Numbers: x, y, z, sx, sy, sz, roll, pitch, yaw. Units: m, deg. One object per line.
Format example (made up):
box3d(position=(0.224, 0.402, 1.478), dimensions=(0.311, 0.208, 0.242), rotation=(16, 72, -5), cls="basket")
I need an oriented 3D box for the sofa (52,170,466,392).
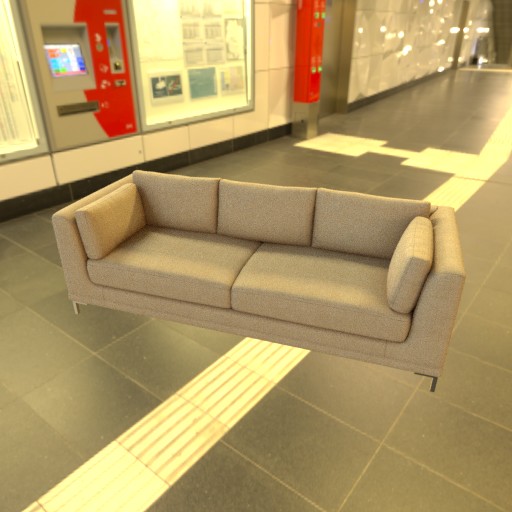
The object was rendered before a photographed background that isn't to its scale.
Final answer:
box3d(position=(0.000, 0.000, 2.970), dimensions=(2.415, 0.867, 0.969), rotation=(9, 29, 16), cls="sofa")
